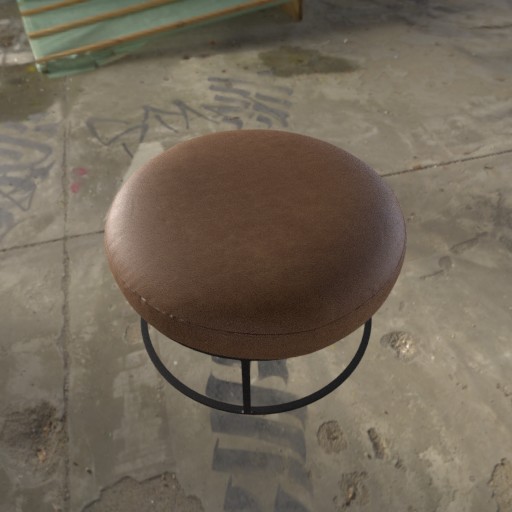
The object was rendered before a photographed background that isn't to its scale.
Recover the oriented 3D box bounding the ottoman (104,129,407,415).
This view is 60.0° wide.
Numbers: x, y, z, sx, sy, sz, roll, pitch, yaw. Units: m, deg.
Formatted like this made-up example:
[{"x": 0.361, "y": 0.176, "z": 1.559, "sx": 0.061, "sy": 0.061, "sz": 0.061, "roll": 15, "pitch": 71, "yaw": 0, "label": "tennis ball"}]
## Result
[{"x": 0.000, "y": 0.000, "z": 1.268, "sx": 0.771, "sy": 0.460, "sz": 0.771, "roll": 0, "pitch": 47, "yaw": 0, "label": "ottoman"}]
